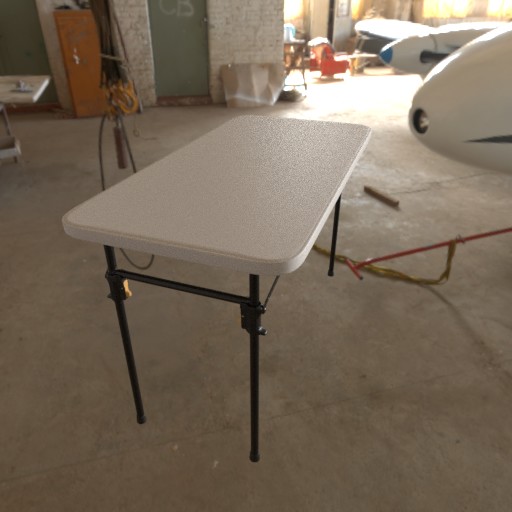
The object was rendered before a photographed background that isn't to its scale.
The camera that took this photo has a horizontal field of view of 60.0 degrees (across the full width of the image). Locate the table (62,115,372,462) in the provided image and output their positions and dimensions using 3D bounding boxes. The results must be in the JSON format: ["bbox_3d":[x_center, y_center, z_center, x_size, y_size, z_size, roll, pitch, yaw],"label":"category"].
[{"bbox_3d":[0.000,0.000,1.639,0.610,0.729,1.219,11,32,17],"label":"table"}]
